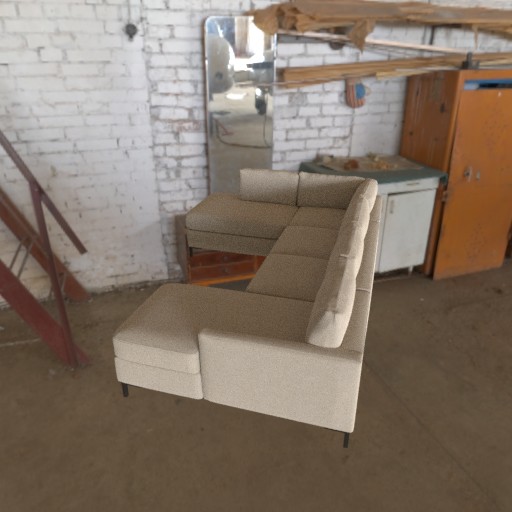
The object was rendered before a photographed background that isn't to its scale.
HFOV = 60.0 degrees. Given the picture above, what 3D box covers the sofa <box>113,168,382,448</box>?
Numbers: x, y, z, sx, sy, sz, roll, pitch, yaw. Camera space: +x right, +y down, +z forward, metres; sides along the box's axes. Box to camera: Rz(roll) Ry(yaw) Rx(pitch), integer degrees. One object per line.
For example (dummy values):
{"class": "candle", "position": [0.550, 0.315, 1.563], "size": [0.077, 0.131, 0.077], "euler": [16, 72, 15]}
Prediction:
{"class": "sofa", "position": [0.000, 0.000, 3.829], "size": [1.989, 0.862, 2.984], "euler": [7, 26, 15]}
